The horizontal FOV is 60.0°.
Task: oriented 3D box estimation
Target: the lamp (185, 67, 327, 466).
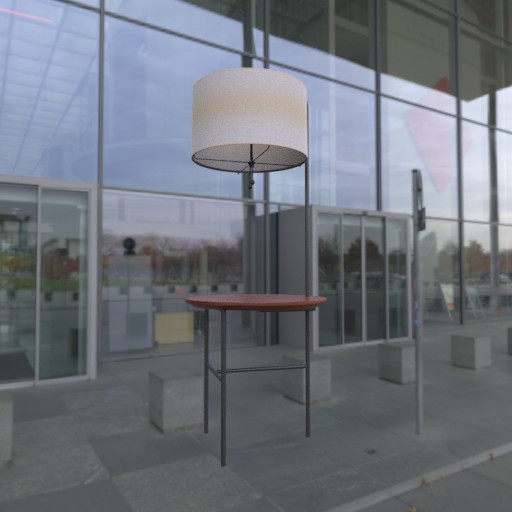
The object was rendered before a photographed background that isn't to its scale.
[{"bbox_3d":[0.000,0.000,1.824,0.573,1.517,0.573,0,-2,0],"label":"lamp"}]
